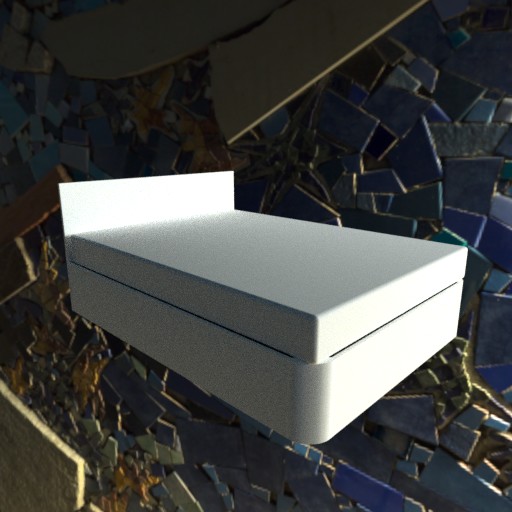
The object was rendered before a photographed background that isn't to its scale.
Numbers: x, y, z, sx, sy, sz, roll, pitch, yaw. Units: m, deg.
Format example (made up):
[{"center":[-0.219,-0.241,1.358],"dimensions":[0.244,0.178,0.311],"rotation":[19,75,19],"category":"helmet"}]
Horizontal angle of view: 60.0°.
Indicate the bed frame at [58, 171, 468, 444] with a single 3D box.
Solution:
[{"center":[0.000,0.000,2.563],"dimensions":[1.900,0.800,1.400],"rotation":[14,20,42],"category":"bed frame"}]
